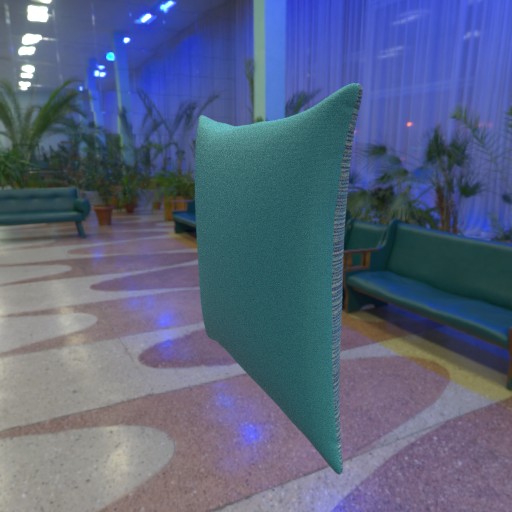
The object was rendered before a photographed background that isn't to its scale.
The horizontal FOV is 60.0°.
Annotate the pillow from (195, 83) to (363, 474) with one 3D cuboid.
[{"bbox_3d":[0.000,0.000,0.757,0.150,0.497,0.514,-7,15,-25],"label":"pillow"}]
